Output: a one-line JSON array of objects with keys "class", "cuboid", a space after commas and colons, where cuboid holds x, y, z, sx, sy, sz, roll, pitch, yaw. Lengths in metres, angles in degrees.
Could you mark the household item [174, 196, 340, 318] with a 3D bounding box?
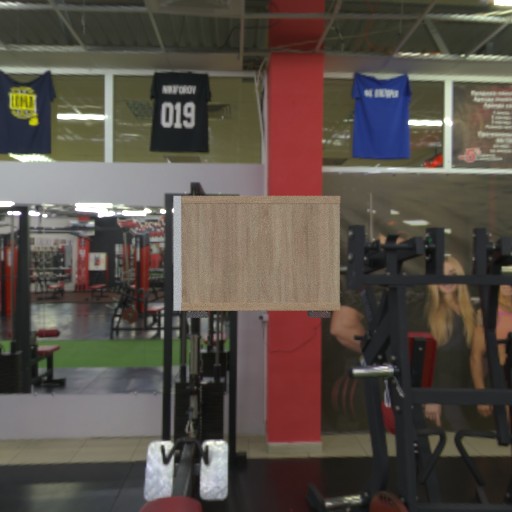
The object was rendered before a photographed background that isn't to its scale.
[{"class": "household item", "cuboid": [0.000, 0.000, 2.041, 0.420, 0.310, 1.850, 0, 0, 0]}]
